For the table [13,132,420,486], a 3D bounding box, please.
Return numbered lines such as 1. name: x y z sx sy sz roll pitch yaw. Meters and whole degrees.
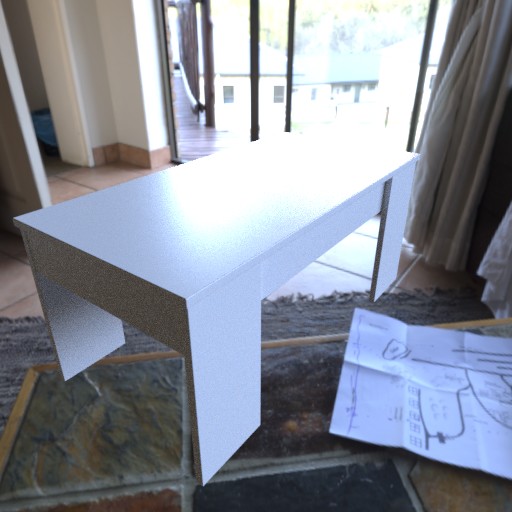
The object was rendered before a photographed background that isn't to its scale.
1. table: 0.000 0.000 1.232 0.500 0.440 1.000 19 34 32
